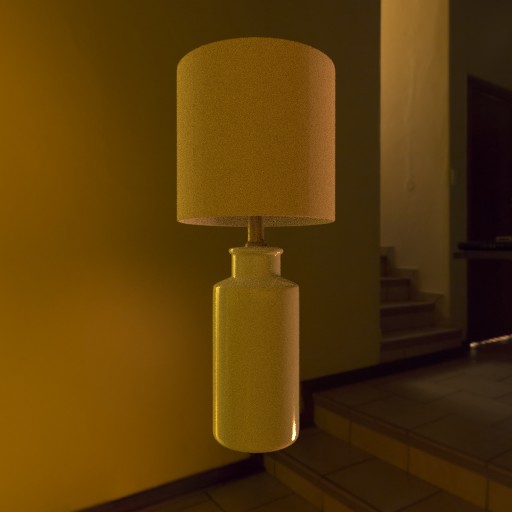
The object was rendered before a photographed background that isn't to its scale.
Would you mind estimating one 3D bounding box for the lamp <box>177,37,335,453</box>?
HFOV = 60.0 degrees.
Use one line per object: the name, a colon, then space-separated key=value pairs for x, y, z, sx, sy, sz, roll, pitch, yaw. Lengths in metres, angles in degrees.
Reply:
lamp: x=0.000 y=0.000 z=0.605 sx=0.212 sy=0.493 sz=0.212 roll=0 pitch=1 yaw=36
